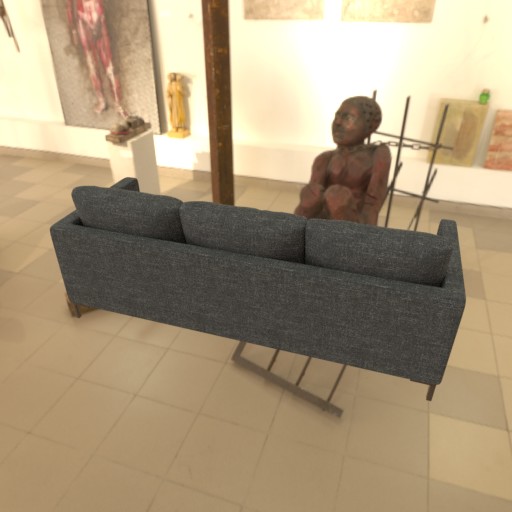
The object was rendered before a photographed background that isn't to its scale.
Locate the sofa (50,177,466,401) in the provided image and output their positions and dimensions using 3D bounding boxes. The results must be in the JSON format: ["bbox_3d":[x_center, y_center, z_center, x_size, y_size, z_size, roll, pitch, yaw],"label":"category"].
[{"bbox_3d":[0.000,0.000,2.681,2.218,0.874,0.859,10,33,15],"label":"sofa"}]
